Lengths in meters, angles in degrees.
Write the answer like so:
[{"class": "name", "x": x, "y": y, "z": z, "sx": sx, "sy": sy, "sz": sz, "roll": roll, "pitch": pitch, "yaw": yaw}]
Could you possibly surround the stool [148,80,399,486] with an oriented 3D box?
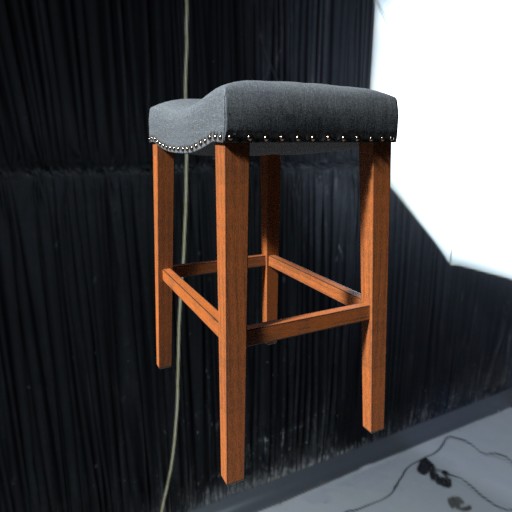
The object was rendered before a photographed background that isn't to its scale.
[{"class": "stool", "x": 0.000, "y": 0.000, "z": 0.879, "sx": 0.320, "sy": 0.612, "sz": 0.439, "roll": -7, "pitch": 16, "yaw": -26}]
